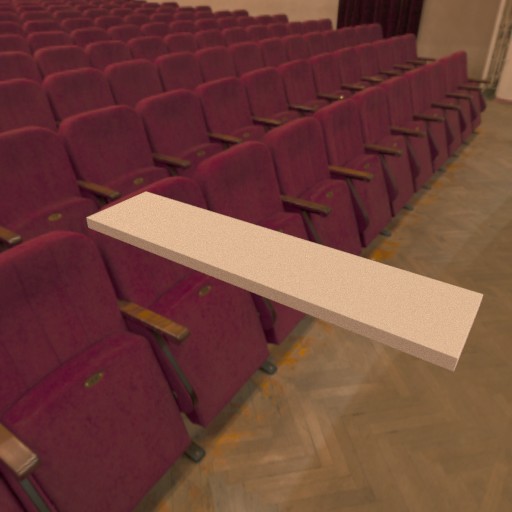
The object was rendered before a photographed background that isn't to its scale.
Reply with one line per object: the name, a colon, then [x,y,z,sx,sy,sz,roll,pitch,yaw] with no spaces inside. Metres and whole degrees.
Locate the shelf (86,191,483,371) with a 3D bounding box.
shelf: [0.000,0.000,0.670,0.610,0.020,0.140,19,36,29]
